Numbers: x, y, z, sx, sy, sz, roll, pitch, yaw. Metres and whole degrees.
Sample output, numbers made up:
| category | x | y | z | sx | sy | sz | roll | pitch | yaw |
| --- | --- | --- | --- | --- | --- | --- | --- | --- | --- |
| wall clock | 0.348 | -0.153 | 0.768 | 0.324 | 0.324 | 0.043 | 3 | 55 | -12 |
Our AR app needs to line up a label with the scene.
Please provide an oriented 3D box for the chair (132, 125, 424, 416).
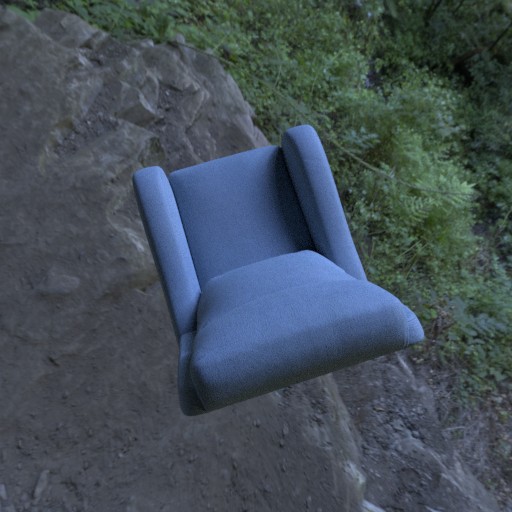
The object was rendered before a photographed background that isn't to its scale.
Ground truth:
| category | x | y | z | sx | sy | sz | roll | pitch | yaw |
| --- | --- | --- | --- | --- | --- | --- | --- | --- | --- |
| chair | 0.000 | 0.000 | 1.750 | 0.785 | 1.067 | 0.988 | -17 | 75 | -5 |
